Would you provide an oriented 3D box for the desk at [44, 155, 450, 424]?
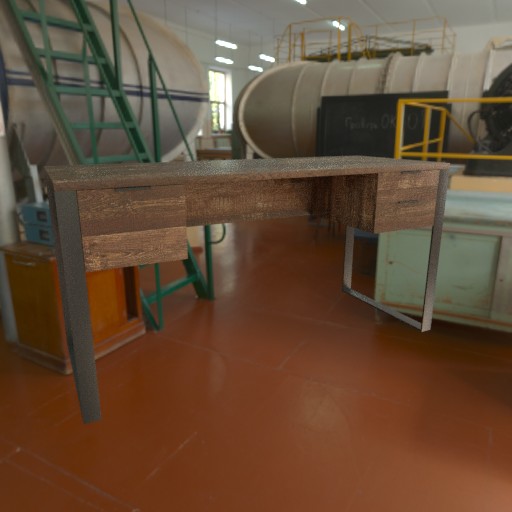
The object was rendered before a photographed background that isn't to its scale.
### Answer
[{"bbox_3d":[0.000,0.000,1.884,1.524,0.762,0.599,-8,18,-26],"label":"desk"}]
